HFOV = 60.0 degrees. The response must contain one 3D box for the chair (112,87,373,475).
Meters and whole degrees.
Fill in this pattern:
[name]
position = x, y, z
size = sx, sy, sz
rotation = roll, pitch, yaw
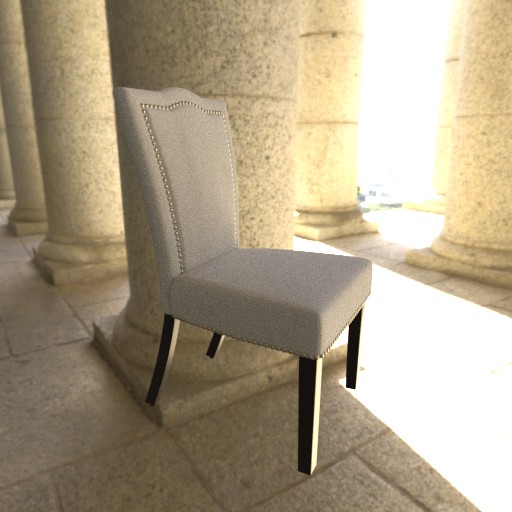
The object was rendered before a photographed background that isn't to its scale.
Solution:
[chair]
position = 0.000, 0.000, 1.291
size = 0.589, 0.946, 0.518
rotation = 7, 17, 26
